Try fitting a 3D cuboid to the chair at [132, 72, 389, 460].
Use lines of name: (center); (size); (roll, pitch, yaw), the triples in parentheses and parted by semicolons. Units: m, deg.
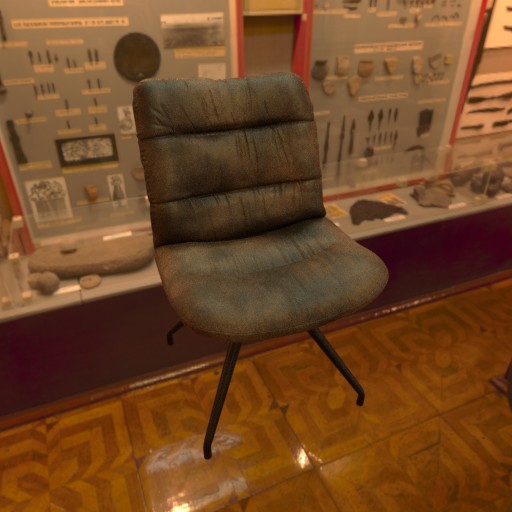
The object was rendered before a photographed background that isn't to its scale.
chair: (0.000, 0.000, 1.238); (0.549, 0.870, 0.622); (-12, 34, -18)
